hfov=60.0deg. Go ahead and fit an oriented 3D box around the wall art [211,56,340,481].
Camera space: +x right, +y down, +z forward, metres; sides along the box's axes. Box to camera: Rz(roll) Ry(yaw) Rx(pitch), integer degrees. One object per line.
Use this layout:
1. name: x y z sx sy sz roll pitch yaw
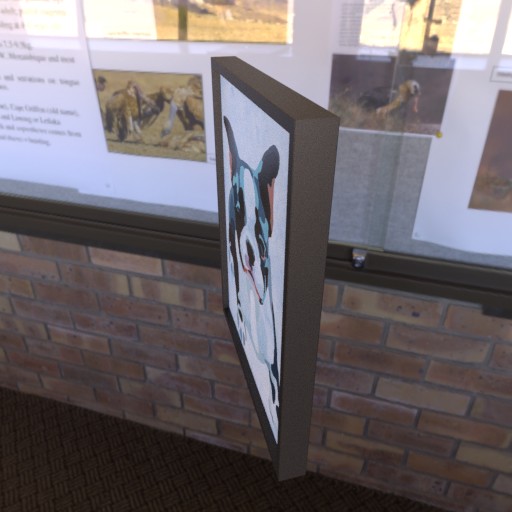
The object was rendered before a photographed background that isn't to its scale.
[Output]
1. wall art: 0.000 0.000 0.488 0.030 0.369 0.294 -8 32 -13
